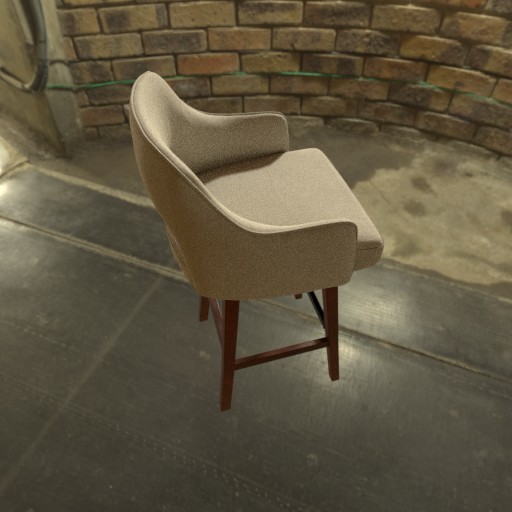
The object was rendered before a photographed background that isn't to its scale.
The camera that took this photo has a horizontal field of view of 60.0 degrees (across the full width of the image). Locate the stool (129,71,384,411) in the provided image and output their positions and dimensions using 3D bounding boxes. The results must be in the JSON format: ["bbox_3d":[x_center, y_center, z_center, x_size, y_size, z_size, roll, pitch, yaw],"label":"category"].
[{"bbox_3d":[0.000,0.000,1.340,0.560,1.041,0.550,-12,47,-11],"label":"stool"}]
